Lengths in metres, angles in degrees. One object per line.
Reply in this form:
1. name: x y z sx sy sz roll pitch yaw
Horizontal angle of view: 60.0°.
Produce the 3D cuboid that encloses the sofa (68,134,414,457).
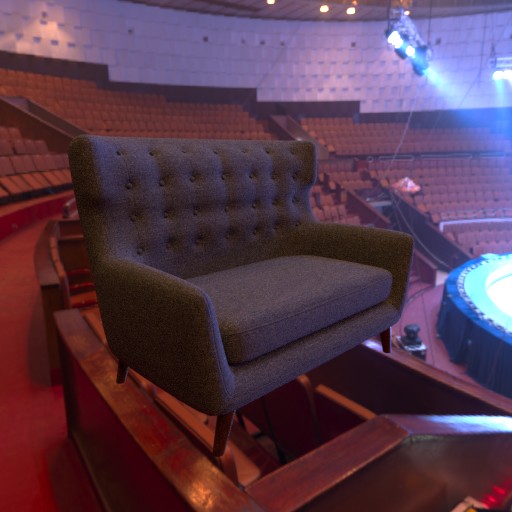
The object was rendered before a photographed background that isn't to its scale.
1. sofa: 0.000 0.000 1.978 1.358 1.028 0.874 -13 18 -43
